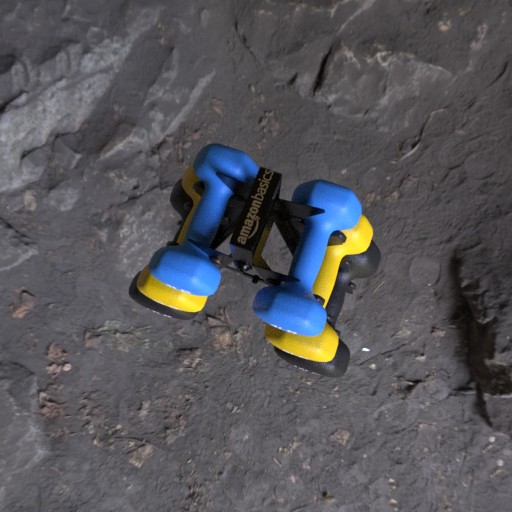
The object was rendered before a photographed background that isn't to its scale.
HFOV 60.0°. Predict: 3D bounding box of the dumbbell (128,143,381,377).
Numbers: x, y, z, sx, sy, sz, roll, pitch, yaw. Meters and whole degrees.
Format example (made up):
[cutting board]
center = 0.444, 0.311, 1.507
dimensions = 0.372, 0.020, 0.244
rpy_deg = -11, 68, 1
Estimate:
[dumbbell]
center = 0.000, 0.000, 0.672
dimensions = 0.409, 0.426, 0.255
rpy_deg = 20, 77, 5
